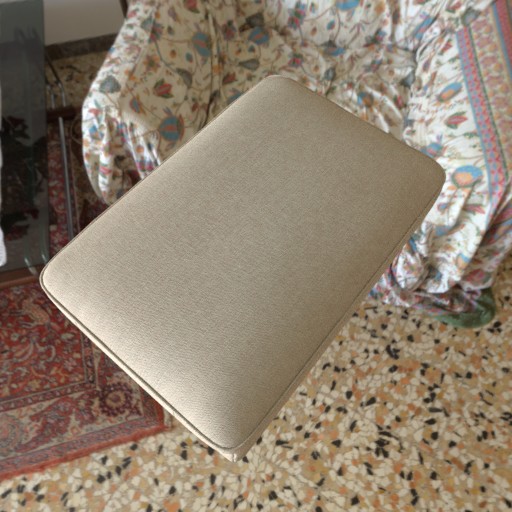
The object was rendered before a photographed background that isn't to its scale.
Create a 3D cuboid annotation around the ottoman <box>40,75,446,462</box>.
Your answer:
[{"bbox_3d":[0.000,0.000,1.121,0.559,0.458,0.813,36,69,16],"label":"ottoman"}]
